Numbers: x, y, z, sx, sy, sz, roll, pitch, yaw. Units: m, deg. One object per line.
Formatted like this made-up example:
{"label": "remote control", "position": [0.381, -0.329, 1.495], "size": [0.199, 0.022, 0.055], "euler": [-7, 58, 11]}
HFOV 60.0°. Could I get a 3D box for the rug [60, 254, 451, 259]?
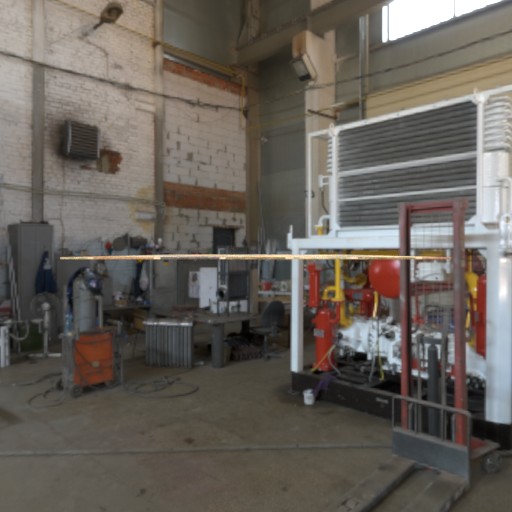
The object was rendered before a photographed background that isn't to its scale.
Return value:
{"label": "rug", "position": [0.000, 0.000, 2.291], "size": [1.216, 0.006, 1.828], "euler": [0, 0, 0]}
